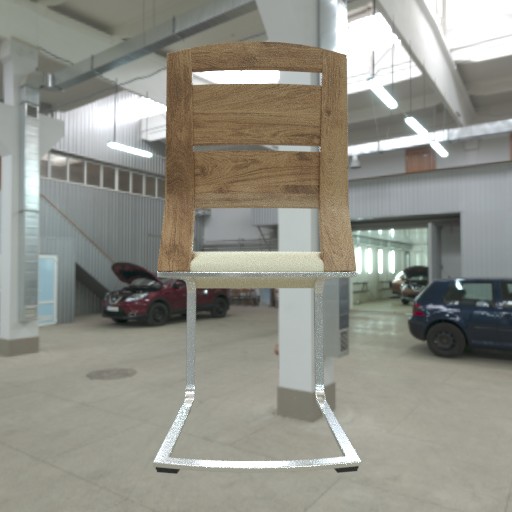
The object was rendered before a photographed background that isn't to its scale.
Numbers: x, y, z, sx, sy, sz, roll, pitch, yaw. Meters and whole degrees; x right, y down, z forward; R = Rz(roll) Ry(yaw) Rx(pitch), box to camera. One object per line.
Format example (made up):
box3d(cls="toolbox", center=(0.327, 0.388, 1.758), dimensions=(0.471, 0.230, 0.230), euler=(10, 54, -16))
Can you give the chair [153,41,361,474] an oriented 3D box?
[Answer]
box3d(cls="chair", center=(0.000, 0.000, 1.230), dimensions=(0.457, 0.955, 0.561), euler=(0, -2, -1))
